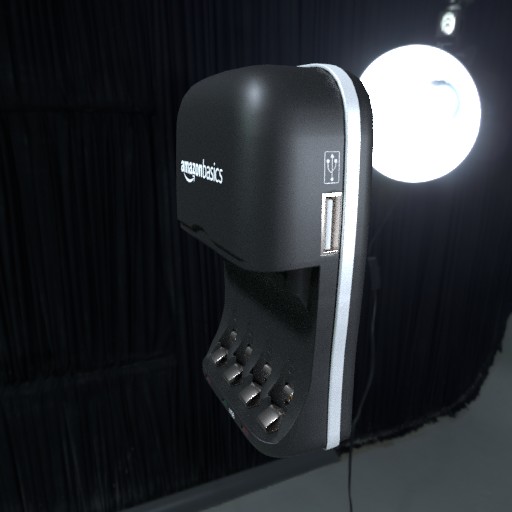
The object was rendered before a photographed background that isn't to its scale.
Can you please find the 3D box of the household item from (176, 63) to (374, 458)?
[{"bbox_3d":[0.000,0.000,0.145,0.038,0.114,0.070,-8,18,-25],"label":"household item"}]
